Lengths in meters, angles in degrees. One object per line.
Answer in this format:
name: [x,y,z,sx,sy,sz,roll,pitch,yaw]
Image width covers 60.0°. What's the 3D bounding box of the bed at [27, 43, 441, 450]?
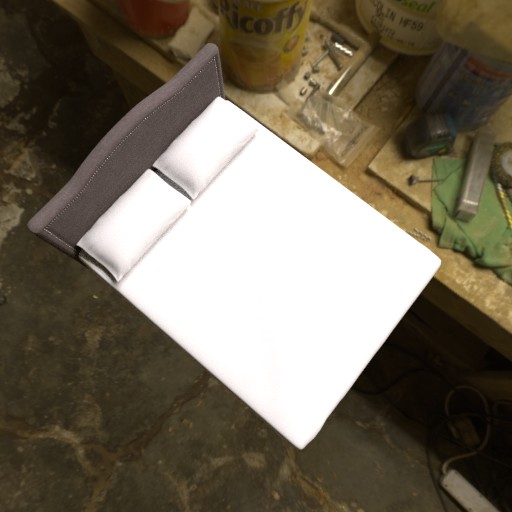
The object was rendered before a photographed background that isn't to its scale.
bed: [0.000,0.000,3.810,2.689,1.457,2.161,39,79,9]
